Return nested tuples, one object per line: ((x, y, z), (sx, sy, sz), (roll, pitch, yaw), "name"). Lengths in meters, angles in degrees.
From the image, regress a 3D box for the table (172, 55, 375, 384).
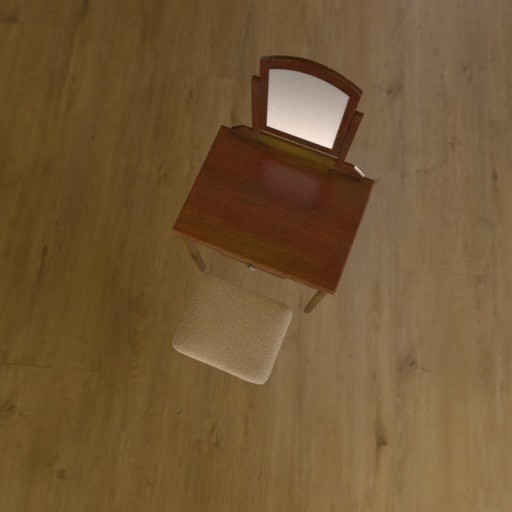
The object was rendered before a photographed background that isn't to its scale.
((0.000, 0.000, 2.304), (0.876, 1.631, 1.211), (21, 76, 5), "table")
